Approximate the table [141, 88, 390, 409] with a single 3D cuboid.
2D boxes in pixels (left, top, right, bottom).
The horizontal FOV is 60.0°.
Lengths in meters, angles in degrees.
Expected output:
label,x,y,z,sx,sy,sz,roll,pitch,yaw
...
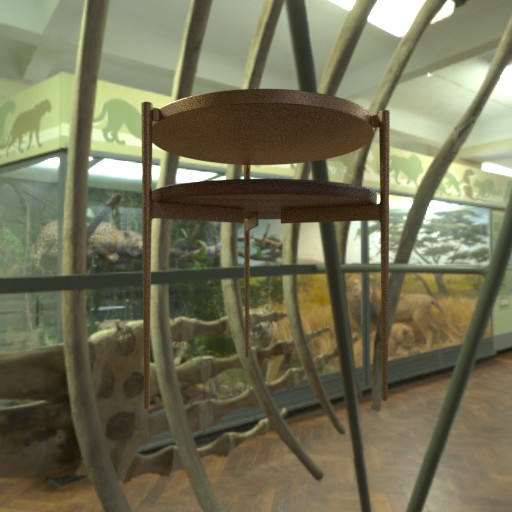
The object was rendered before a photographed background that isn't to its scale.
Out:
label,x,y,z,sx,sy,sz,roll,pitch,yaw
table,0.000,0.000,0.846,0.456,0.493,0.430,0,0,-36
